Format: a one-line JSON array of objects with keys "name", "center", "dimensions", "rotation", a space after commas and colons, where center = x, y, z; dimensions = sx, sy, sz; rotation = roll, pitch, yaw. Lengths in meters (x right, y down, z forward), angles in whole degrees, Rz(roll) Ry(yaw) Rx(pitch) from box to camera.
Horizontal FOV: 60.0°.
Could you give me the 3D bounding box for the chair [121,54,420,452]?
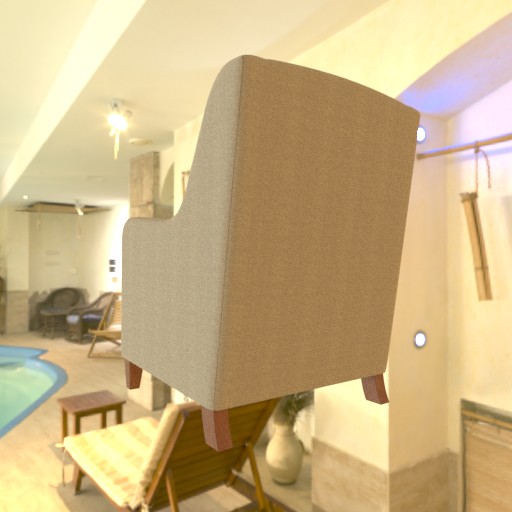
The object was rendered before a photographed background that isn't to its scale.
[{"name": "chair", "center": [0.000, 0.000, 1.599], "dimensions": [0.715, 1.017, 0.890], "rotation": [0, -1, -35]}]
